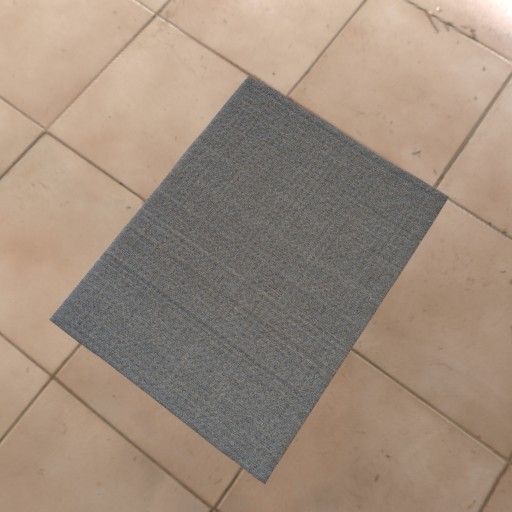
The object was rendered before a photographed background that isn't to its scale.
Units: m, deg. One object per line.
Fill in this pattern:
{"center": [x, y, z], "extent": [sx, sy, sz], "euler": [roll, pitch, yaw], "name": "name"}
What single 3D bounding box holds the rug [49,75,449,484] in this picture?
{"center": [0.000, 0.000, 4.250], "extent": [2.443, 0.007, 3.200], "euler": [34, 78, 8], "name": "rug"}
